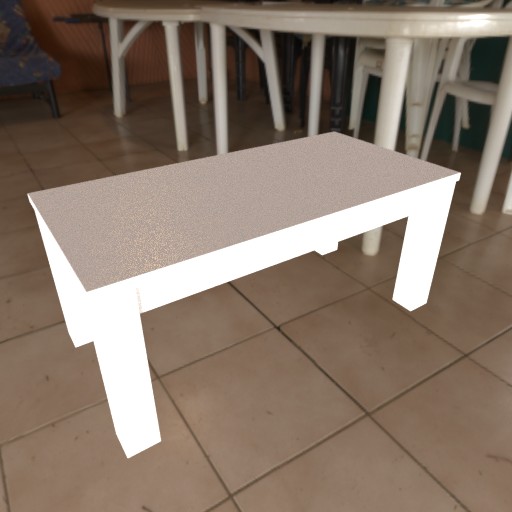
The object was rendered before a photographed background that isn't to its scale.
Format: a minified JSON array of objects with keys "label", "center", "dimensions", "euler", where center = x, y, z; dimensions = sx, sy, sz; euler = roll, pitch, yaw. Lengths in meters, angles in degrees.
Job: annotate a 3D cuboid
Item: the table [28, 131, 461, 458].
[{"label":"table","center":[0.000,0.000,2.247],"dimensions":[1.800,0.790,0.900],"euler":[-19,36,-29]}]
